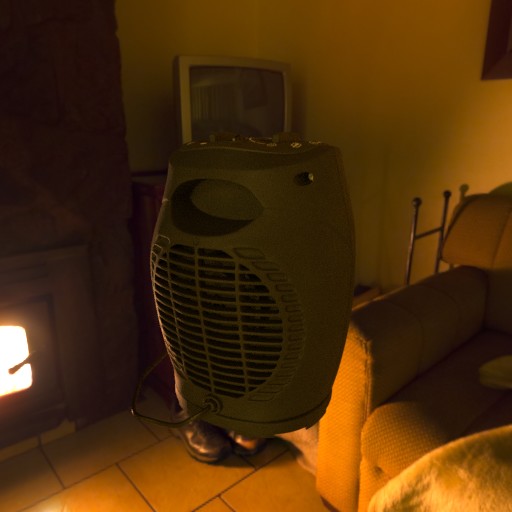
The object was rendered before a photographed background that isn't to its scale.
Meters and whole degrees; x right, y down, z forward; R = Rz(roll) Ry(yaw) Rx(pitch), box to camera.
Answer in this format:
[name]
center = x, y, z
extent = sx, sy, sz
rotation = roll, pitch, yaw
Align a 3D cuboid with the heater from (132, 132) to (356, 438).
[heater]
center = 0.000, 0.000, 0.473
extent = 0.239, 0.255, 0.291
rotation = 8, 18, 27
